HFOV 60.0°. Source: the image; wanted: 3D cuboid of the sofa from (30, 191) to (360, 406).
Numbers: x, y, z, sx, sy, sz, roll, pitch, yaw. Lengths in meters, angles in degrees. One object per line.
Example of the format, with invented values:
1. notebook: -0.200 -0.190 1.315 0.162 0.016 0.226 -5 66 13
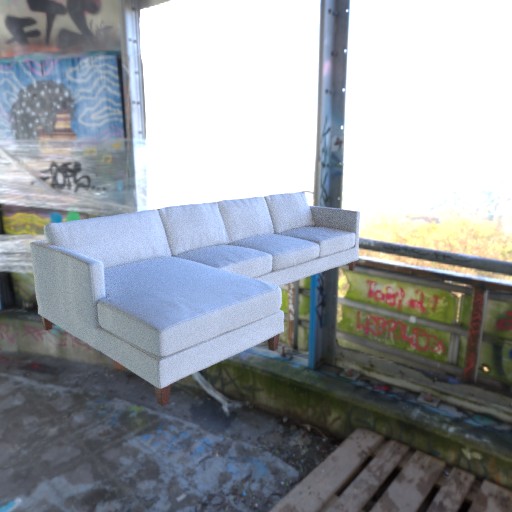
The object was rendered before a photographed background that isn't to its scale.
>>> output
1. sofa: 0.000 0.000 3.907 1.625 0.861 3.186 12 18 42
